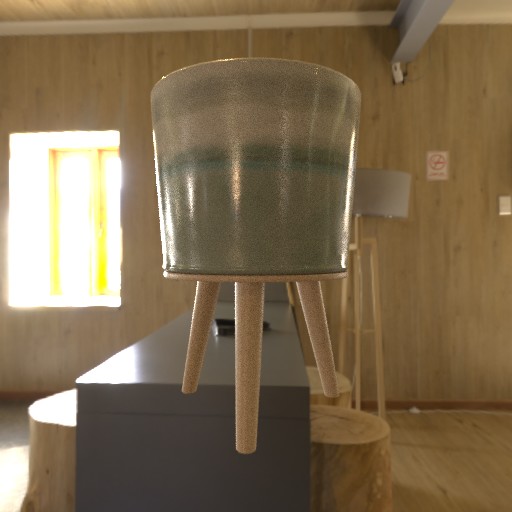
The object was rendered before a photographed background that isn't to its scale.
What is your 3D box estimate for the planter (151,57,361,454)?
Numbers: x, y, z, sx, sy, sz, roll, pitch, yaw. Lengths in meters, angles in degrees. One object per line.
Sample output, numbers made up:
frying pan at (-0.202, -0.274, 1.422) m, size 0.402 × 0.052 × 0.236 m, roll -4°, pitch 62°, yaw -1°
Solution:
planter at (0.000, 0.000, 0.576) m, size 0.265 × 0.404 × 0.265 m, roll 0°, pitch 1°, yaw 18°
